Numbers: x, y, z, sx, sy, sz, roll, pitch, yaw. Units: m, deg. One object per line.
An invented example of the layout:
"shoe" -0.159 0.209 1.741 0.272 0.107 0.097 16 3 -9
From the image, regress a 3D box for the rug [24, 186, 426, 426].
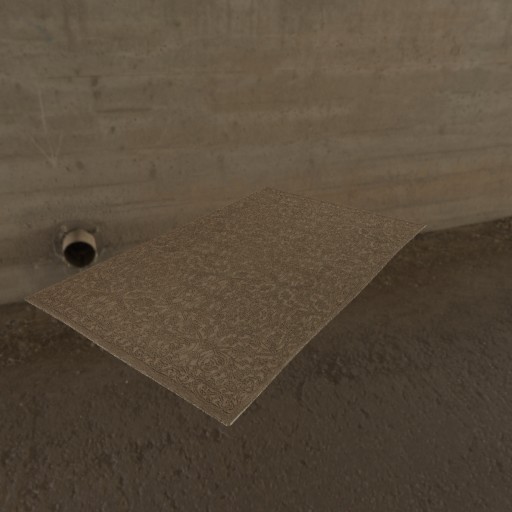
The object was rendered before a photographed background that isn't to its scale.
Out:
"rug" 0.000 0.000 3.007 1.529 0.012 2.435 19 33 32
